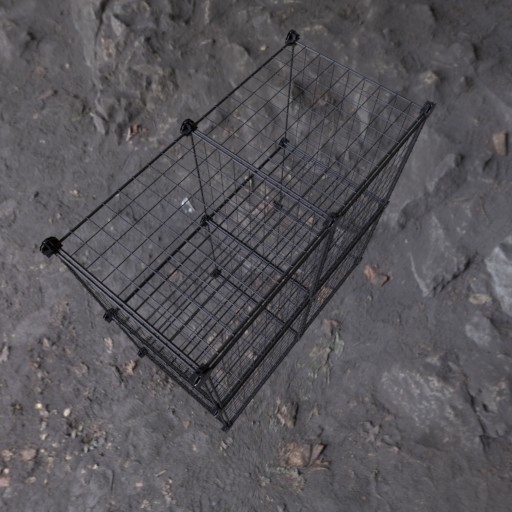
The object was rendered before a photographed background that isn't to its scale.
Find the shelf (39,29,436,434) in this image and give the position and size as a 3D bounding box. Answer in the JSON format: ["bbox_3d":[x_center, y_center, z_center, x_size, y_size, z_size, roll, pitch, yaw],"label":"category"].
[{"bbox_3d":[0.000,0.000,1.120,0.356,0.711,0.711,36,68,17],"label":"shelf"}]
